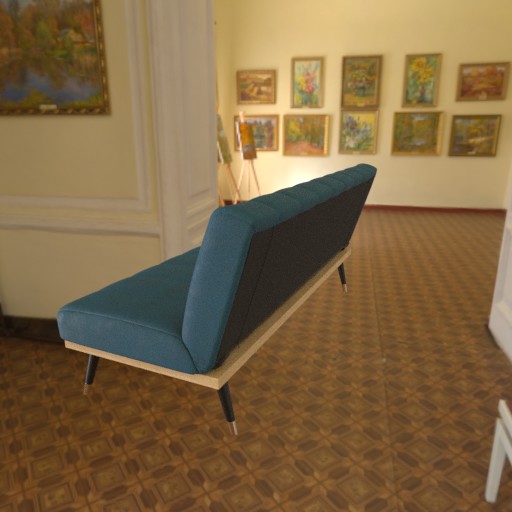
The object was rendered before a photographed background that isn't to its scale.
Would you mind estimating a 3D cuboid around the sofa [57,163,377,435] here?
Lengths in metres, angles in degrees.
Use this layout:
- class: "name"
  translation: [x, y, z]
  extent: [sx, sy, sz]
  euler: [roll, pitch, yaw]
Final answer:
- class: "sofa"
  translation: [0.000, 0.000, 2.249]
  extent: [0.830, 0.825, 1.810]
  euler: [7, 18, 24]
